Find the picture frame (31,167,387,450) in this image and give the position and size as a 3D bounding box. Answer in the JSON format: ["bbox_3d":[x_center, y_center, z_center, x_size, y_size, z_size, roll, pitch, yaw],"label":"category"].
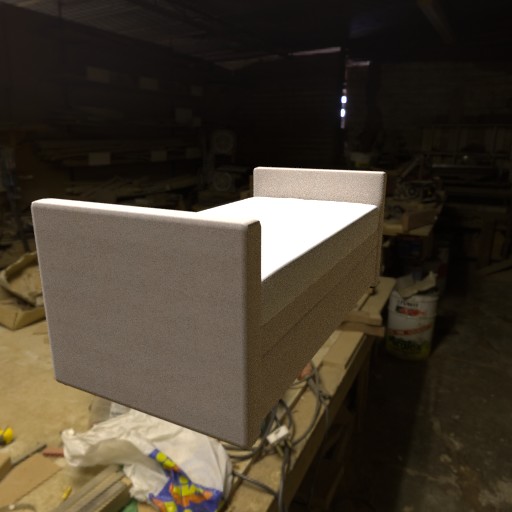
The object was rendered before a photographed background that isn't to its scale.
[{"bbox_3d":[0.000,0.000,2.692,1.069,0.891,2.161,8,17,26],"label":"picture frame"}]
